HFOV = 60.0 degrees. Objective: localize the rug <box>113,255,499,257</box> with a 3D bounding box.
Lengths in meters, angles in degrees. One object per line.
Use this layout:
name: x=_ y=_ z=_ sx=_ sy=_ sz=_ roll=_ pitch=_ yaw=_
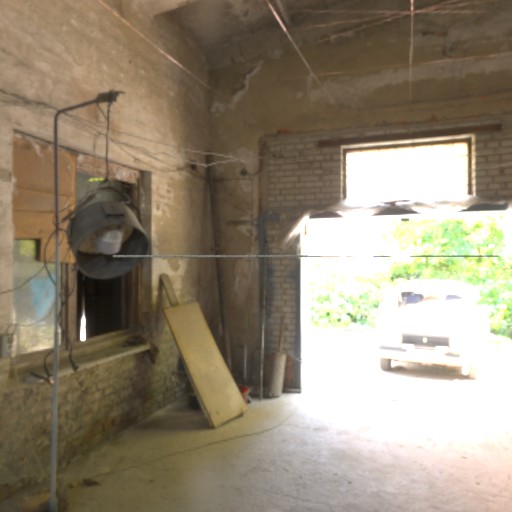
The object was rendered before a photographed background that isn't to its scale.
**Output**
rug: x=0.000 y=0.000 z=4.048 sx=2.451 sy=0.011 sz=3.072 roll=0 pitch=0 yaw=-17
